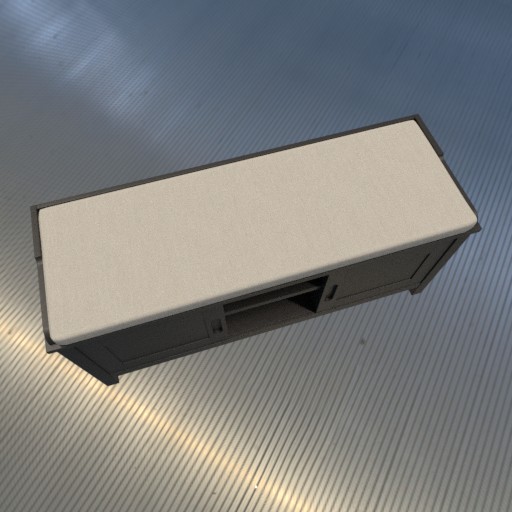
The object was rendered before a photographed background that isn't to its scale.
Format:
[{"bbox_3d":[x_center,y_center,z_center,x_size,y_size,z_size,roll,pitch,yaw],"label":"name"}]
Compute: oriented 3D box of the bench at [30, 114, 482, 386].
[{"bbox_3d":[0.000,0.000,1.371,1.140,0.501,0.398,-15,64,-8],"label":"bench"}]
